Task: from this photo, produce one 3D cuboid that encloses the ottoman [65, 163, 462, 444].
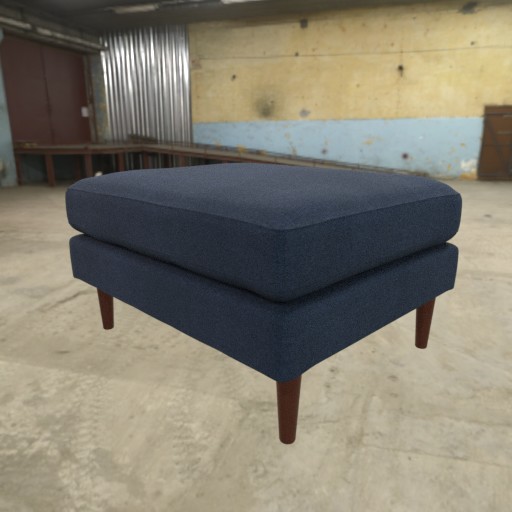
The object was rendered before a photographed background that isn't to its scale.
[{"bbox_3d":[0.000,0.000,1.200,0.693,0.474,0.821,-14,21,-43],"label":"ottoman"}]
